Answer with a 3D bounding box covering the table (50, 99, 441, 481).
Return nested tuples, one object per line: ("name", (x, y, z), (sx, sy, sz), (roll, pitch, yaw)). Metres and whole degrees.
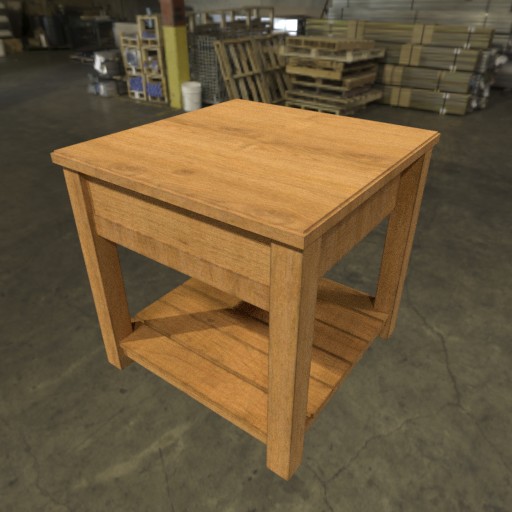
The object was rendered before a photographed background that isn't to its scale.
("table", (0.000, 0.000, 1.123), (0.612, 0.593, 0.616), (21, 37, 30))
